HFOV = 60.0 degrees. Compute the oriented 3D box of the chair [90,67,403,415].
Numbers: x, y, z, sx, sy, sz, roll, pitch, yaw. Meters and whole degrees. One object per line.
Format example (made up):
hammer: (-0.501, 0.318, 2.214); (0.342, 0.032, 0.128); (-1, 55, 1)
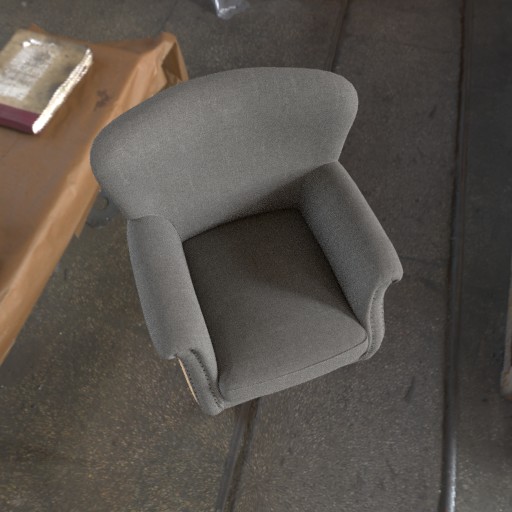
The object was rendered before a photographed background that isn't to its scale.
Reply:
chair: (0.000, 0.000, 1.625); (0.861, 0.936, 0.921); (-17, 64, -9)
